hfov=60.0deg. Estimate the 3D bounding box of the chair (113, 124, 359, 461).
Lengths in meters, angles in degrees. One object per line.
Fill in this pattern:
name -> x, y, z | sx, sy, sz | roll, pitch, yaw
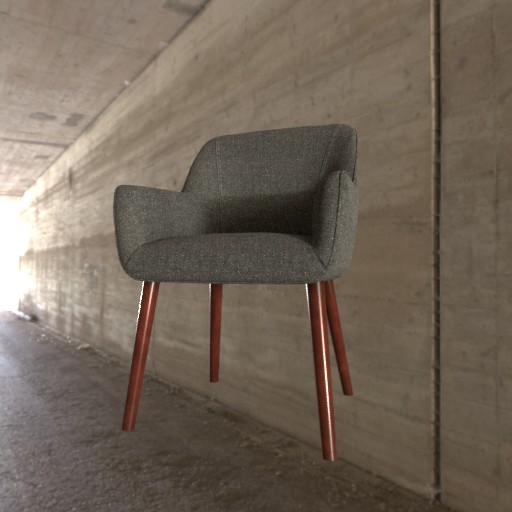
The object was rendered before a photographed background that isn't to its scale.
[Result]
chair -> 0.000, 0.000, 1.174 | 0.543, 0.803, 0.519 | 0, -1, 19
